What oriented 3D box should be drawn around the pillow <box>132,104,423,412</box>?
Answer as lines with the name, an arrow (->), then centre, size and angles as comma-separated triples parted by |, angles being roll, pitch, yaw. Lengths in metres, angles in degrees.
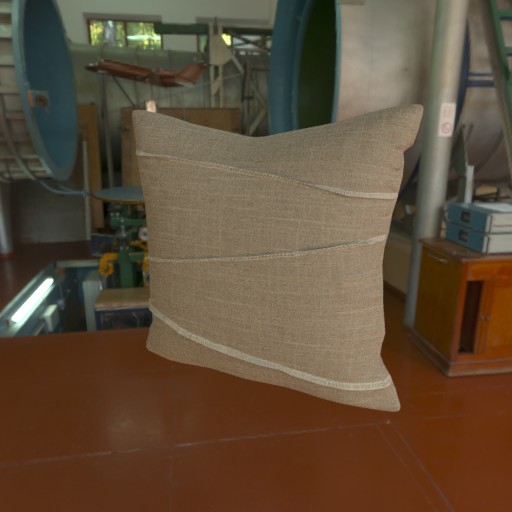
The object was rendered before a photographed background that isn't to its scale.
pillow -> 0.000, 0.000, 0.627 | 0.424, 0.400, 0.169 | 7, 18, 24
